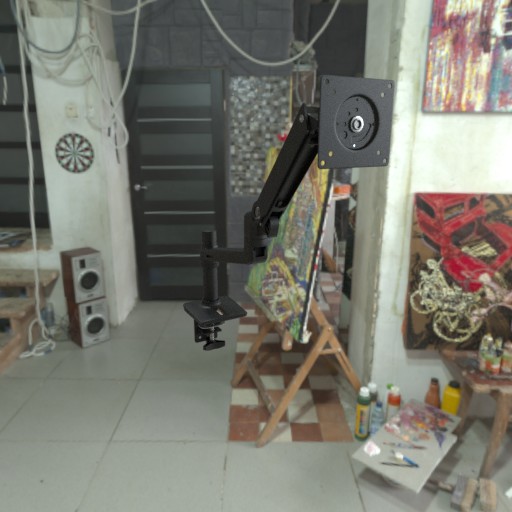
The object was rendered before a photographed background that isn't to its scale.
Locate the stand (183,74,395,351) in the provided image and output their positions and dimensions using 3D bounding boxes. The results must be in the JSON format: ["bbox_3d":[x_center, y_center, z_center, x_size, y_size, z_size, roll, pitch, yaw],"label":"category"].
[{"bbox_3d":[0.000,0.000,1.037,0.152,0.713,0.650,-8,17,-28],"label":"stand"}]
